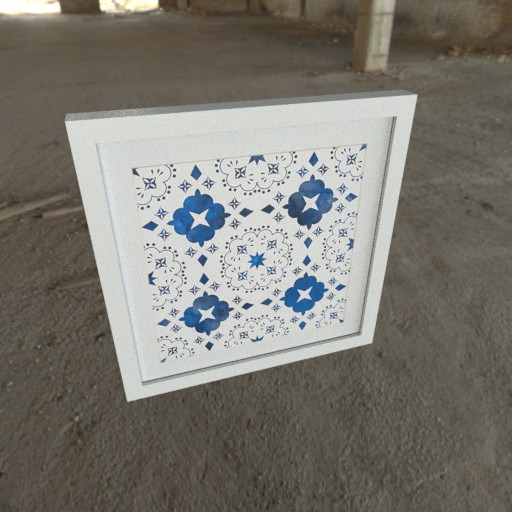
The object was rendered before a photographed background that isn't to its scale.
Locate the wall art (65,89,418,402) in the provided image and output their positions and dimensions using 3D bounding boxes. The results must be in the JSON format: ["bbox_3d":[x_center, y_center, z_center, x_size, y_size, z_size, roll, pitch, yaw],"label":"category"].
[{"bbox_3d":[0.000,0.000,0.532,0.355,0.355,0.027,-10,33,-15],"label":"wall art"}]
